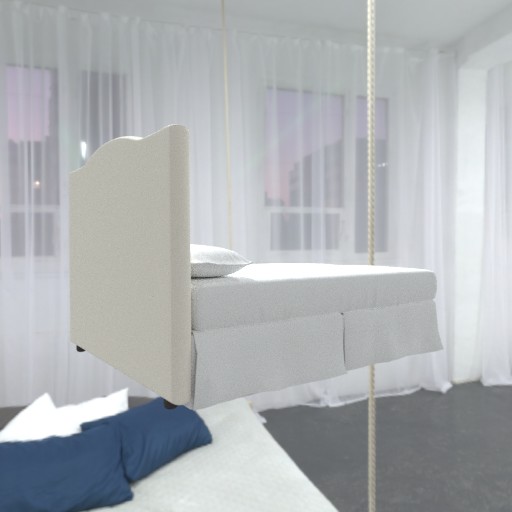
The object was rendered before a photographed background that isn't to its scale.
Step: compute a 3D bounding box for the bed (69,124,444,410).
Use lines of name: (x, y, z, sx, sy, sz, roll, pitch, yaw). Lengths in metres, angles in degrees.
bed: (0.000, 0.000, 3.397, 2.282, 1.436, 1.821, -1, 2, -37)
